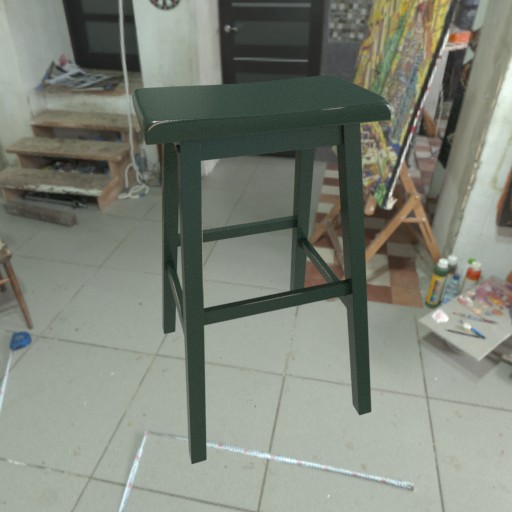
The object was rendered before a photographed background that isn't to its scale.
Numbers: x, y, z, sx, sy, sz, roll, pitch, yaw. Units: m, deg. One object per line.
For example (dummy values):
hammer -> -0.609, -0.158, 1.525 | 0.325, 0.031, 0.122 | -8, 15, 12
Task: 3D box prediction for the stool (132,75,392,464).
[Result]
stool -> 0.000, 0.000, 1.044 | 0.457, 0.737, 0.476 | -10, 35, -15
